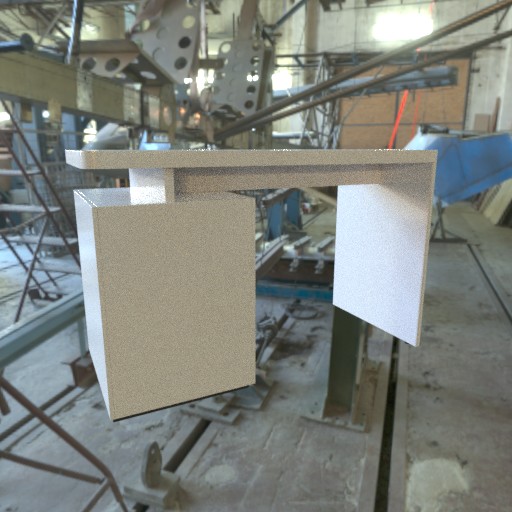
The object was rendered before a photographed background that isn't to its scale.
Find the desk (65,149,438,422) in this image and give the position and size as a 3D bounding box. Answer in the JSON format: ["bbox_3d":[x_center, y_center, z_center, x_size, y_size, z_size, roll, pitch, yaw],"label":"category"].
[{"bbox_3d":[0.000,0.000,1.633,1.200,0.760,0.550,-7,15,-26],"label":"desk"}]
